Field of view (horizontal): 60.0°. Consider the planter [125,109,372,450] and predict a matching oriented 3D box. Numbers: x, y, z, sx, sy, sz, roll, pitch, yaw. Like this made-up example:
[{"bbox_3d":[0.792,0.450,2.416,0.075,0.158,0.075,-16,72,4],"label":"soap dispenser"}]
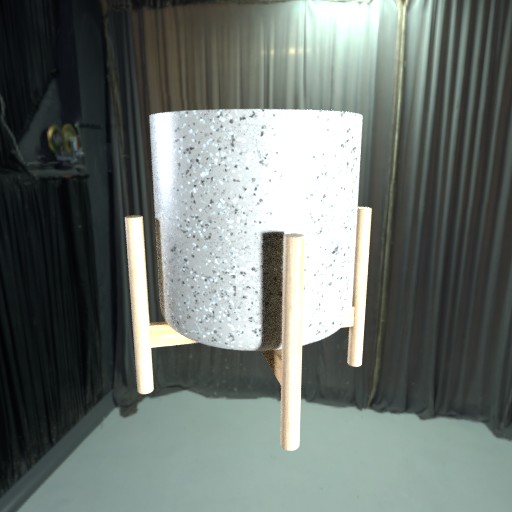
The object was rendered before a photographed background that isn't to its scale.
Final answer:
[{"bbox_3d":[0.000,0.000,0.698,0.360,0.419,0.360,2,14,8],"label":"planter"}]
